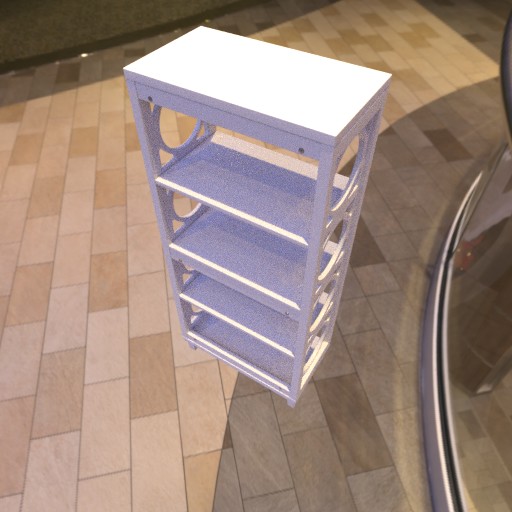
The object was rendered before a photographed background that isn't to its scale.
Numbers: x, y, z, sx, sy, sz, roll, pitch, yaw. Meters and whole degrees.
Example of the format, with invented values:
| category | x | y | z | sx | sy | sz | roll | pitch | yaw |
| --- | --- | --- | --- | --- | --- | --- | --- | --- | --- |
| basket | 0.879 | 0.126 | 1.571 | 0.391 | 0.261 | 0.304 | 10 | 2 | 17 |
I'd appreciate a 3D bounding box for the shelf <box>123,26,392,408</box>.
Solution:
| category | x | y | z | sx | sy | sz | roll | pitch | yaw |
| --- | --- | --- | --- | --- | --- | --- | --- | --- | --- |
| shelf | 0.000 | 0.000 | 1.664 | 0.611 | 1.411 | 0.340 | 25 | 52 | 21 |
